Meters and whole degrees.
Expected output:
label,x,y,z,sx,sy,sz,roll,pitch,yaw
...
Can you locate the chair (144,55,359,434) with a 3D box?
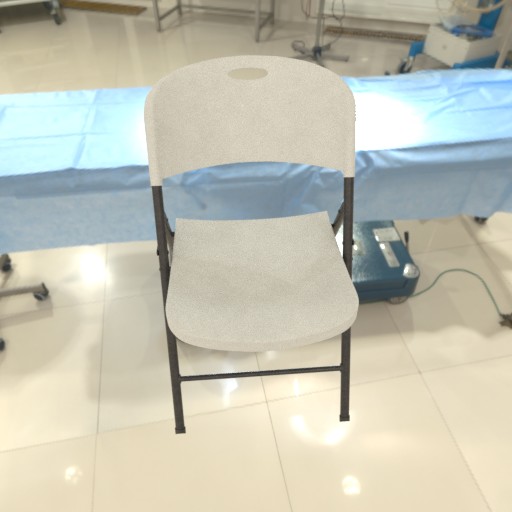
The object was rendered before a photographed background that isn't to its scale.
label,x,y,z,sx,sy,sz,roll,pitch,yaw
chair,0.000,0.000,1.150,0.494,0.810,0.566,-3,45,-3
